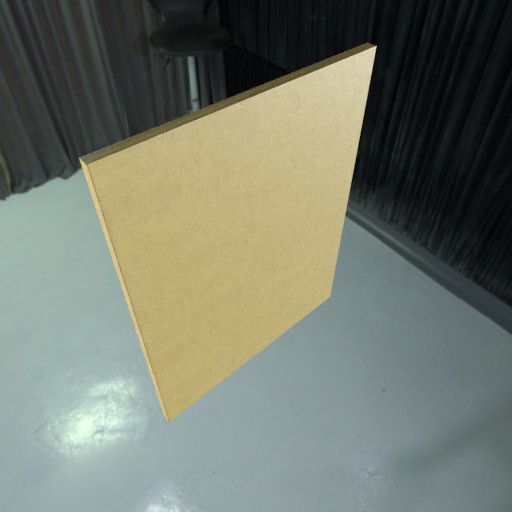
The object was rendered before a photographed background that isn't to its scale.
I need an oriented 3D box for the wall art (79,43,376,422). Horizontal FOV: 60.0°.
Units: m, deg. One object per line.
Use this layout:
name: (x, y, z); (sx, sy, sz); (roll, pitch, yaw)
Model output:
wall art: (0.000, 0.000, 1.304); (0.798, 1.002, 0.030); (-33, 54, -28)
